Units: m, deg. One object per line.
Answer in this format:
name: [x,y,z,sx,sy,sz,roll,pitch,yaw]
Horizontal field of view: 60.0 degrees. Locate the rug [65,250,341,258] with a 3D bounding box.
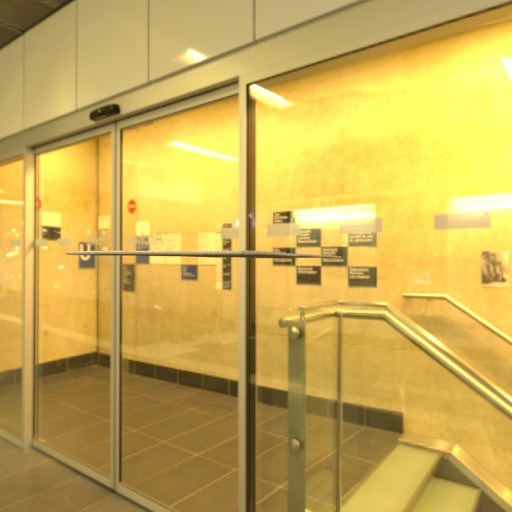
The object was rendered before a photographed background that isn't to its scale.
rug: [0.000,0.000,2.428,0.645,0.015,2.182,0,-1,18]
